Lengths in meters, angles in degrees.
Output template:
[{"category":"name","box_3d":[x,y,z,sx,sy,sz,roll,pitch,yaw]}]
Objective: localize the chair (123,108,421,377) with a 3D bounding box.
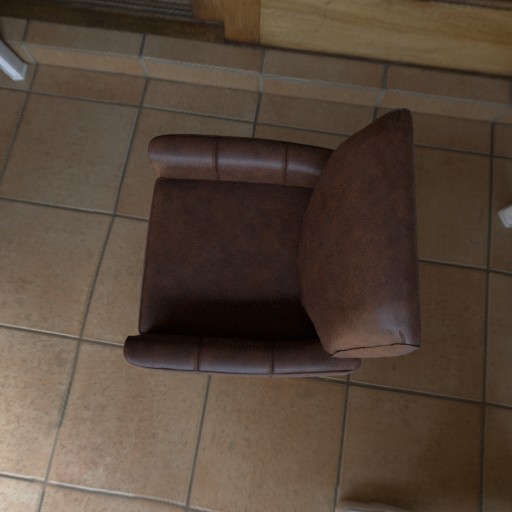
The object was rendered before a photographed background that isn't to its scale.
[{"category":"chair","box_3d":[0.000,0.000,1.590,0.850,1.010,0.839,3,76,1]}]
